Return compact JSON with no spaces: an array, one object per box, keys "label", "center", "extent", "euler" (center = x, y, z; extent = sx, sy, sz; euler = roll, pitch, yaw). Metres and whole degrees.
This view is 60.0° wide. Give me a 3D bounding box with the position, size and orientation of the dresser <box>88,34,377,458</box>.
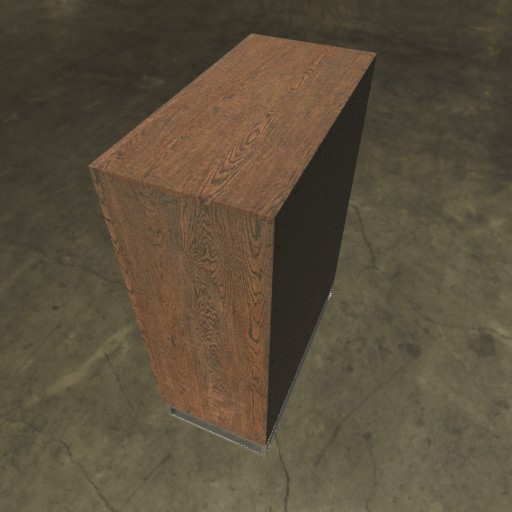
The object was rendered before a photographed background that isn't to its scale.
[{"label":"dresser","center":[0.000,0.000,1.773],"extent":[0.508,1.321,0.965],"euler":[17,48,16]}]
